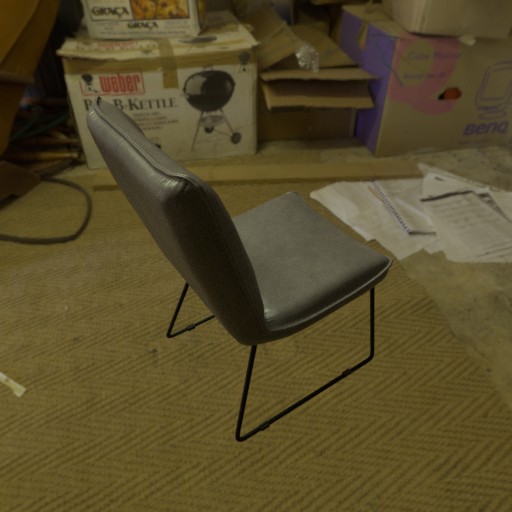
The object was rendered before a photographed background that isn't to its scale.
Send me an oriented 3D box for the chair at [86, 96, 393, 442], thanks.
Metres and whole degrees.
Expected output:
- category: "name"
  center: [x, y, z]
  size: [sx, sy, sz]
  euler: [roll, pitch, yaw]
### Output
- category: "chair"
  center: [0.000, 0.000, 1.318]
  size: [0.688, 0.932, 0.515]
  euler: [-23, 45, -26]
